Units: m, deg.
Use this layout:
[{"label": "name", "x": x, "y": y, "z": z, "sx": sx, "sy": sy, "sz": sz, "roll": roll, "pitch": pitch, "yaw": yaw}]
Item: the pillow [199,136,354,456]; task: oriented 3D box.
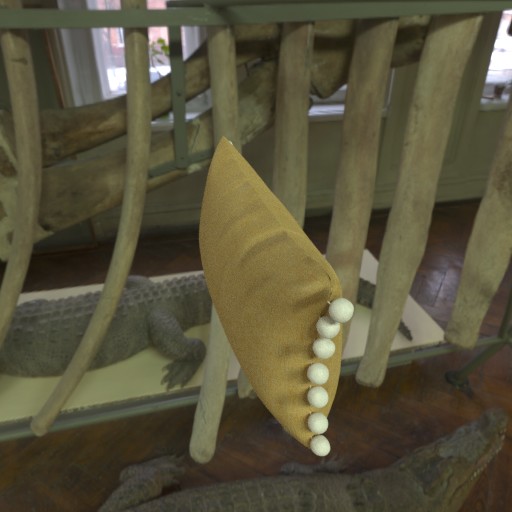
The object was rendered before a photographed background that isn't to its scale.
[{"label": "pillow", "x": 0.000, "y": 0.000, "z": 0.860, "sx": 0.201, "sy": 0.322, "sz": 0.709, "roll": -8, "pitch": 32, "yaw": -12}]
